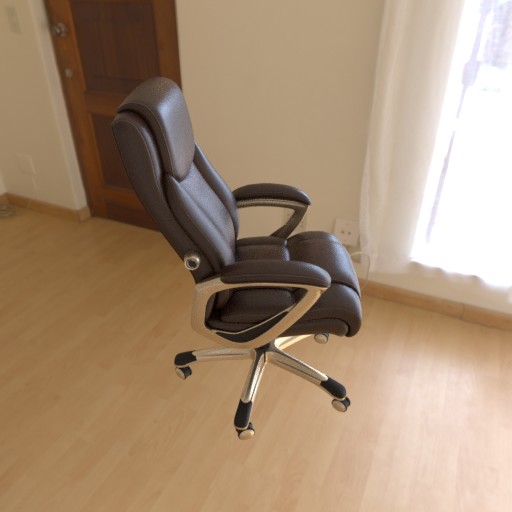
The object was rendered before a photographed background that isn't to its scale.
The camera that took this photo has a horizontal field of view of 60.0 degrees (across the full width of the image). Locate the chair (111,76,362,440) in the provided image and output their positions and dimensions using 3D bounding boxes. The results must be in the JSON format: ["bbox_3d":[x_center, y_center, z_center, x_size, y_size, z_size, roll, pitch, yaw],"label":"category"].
[{"bbox_3d":[0.000,0.000,1.619,0.749,1.194,0.692,0,32,0],"label":"chair"}]
